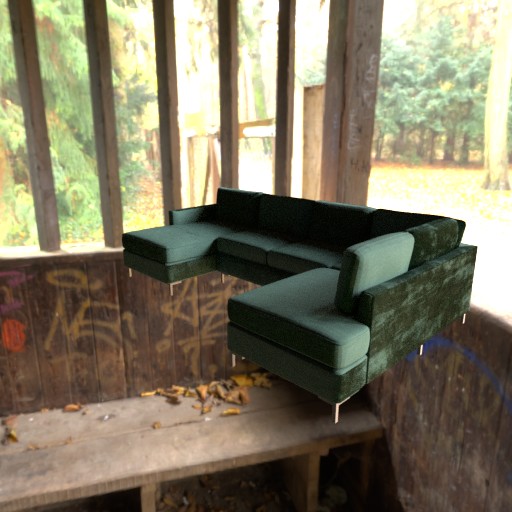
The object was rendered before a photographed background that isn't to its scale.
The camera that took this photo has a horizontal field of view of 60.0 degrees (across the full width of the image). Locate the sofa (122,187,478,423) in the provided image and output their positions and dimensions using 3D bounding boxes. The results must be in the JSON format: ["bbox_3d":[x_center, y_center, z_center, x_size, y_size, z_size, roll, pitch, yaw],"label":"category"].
[{"bbox_3d":[0.000,0.000,4.337,2.055,0.992,3.434,-15,22,-42],"label":"sofa"}]
